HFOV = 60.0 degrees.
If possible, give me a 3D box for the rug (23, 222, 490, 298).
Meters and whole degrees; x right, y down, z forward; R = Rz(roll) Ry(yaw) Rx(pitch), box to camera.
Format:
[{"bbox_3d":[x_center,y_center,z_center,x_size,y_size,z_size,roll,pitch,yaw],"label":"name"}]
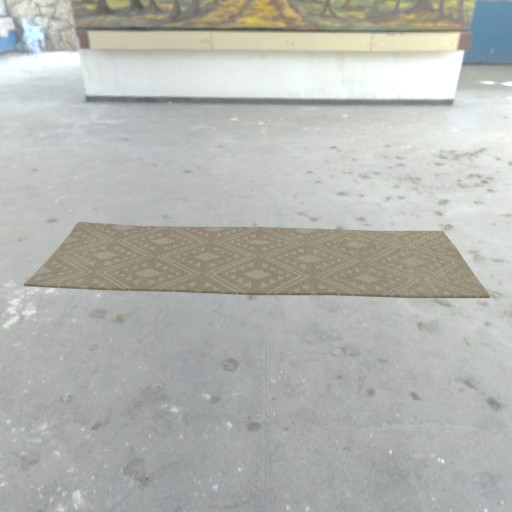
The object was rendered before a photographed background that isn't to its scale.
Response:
[{"bbox_3d":[0.000,0.000,2.644,2.452,0.051,0.752,1,30,2],"label":"rug"}]
